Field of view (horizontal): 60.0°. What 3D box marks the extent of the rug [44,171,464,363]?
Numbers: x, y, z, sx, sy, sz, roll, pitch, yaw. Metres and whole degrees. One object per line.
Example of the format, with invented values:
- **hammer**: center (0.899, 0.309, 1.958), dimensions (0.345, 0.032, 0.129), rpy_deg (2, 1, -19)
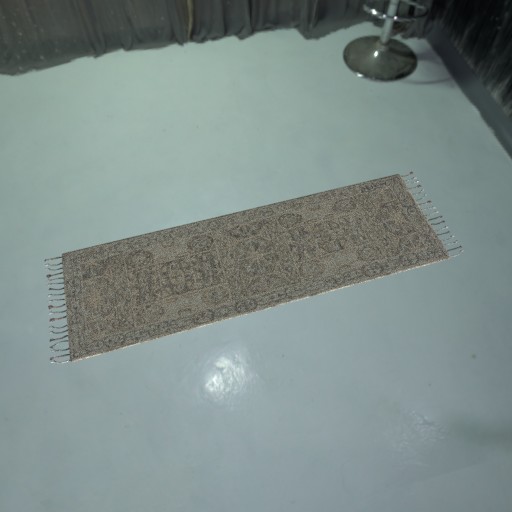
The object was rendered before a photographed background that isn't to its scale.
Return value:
- **rug**: center (0.000, 0.000, 2.910), dimensions (2.664, 0.011, 0.762), rpy_deg (-14, 59, -9)
